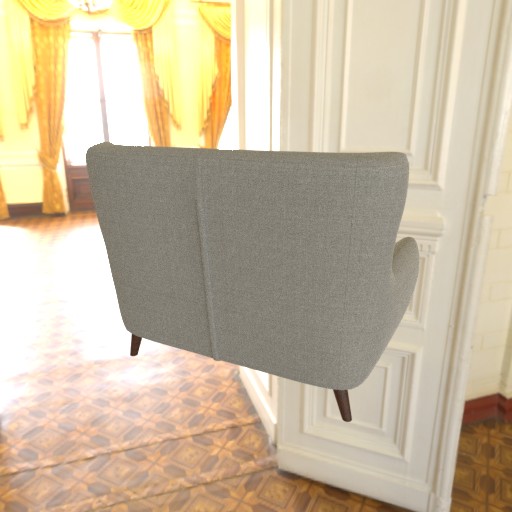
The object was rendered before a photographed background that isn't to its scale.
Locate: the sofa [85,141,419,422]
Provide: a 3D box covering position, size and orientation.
[{"bbox_3d":[0.000,0.000,2.066,1.386,1.028,0.884,9,20,26],"label":"sofa"}]
